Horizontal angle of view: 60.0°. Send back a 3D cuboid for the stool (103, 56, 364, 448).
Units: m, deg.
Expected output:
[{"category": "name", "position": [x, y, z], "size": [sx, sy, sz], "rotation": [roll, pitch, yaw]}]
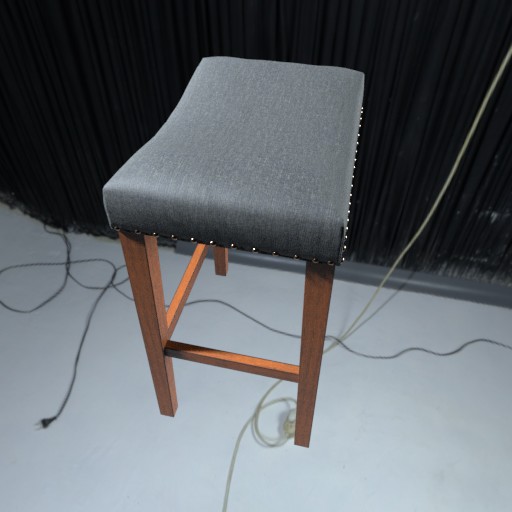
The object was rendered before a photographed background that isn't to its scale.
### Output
[{"category": "stool", "position": [0.000, 0.000, 0.859], "size": [0.320, 0.612, 0.439], "rotation": [9, 46, 9]}]
